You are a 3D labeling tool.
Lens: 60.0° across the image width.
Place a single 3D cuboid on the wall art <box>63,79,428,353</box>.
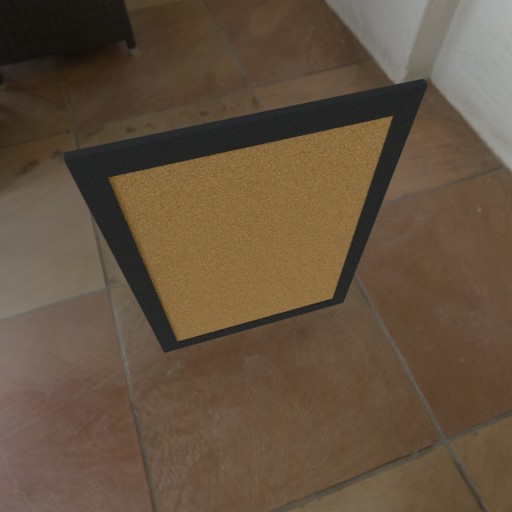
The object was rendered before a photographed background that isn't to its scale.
[{"bbox_3d":[0.000,0.000,0.665,0.374,0.529,0.012,-14,60,-9],"label":"wall art"}]
